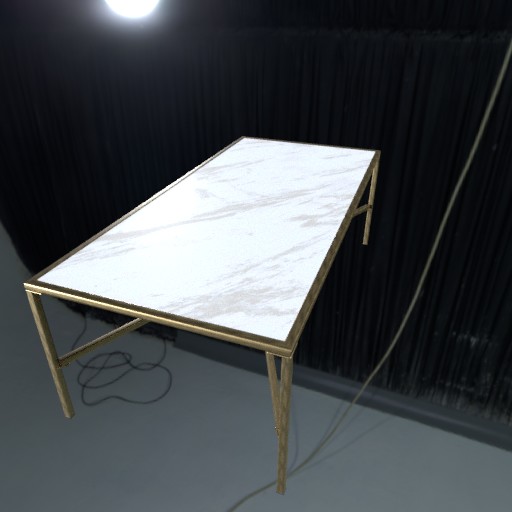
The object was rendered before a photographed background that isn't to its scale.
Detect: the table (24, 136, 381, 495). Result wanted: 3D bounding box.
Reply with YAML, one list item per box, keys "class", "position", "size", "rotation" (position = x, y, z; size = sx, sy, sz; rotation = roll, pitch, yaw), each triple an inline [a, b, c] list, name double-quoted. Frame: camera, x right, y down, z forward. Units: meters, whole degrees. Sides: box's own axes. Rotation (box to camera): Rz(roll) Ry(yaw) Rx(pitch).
- class: "table"
  position: [0.000, 0.000, 1.411]
  size: [0.577, 0.405, 1.197]
  rotation: [11, 32, 18]
